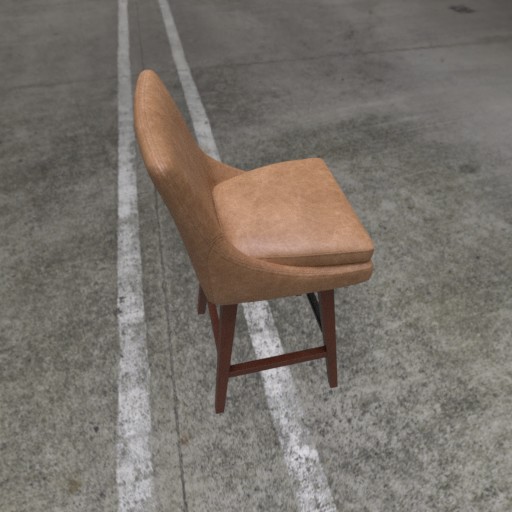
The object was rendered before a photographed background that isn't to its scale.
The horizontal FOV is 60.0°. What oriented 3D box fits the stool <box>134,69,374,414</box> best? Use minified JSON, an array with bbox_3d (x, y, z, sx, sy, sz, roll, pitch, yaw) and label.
[{"bbox_3d":[0.000,0.000,1.426,0.572,1.079,0.487,-10,47,-9],"label":"stool"}]
